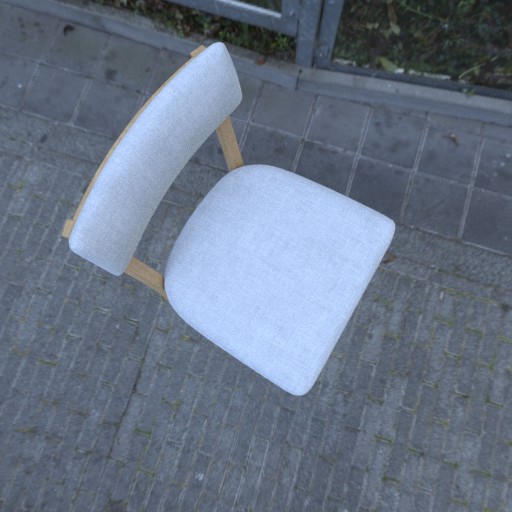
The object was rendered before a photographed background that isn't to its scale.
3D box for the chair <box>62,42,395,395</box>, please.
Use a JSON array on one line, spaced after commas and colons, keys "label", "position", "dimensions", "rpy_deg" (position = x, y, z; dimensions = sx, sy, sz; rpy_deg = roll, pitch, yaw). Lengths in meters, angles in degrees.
[{"label": "chair", "position": [0.000, 0.000, 1.165], "dimensions": [0.572, 0.832, 0.508], "rpy_deg": [30, 77, 7]}]
